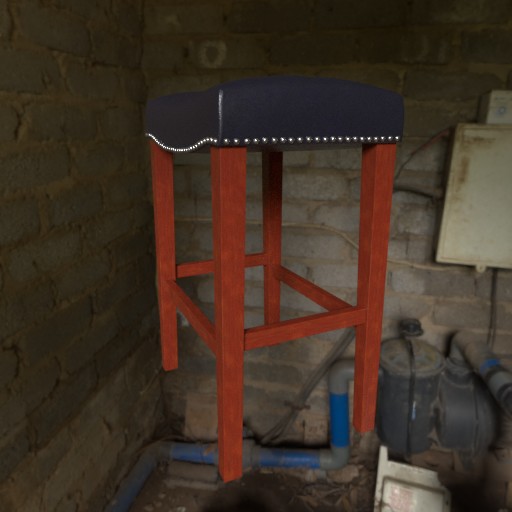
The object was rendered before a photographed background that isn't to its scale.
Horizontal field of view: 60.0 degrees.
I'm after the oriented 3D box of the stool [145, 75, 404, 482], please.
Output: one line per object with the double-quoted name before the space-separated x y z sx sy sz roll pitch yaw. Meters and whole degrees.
"stool" 0.000 0.000 1.031 0.372 0.742 0.504 -8 18 -25
